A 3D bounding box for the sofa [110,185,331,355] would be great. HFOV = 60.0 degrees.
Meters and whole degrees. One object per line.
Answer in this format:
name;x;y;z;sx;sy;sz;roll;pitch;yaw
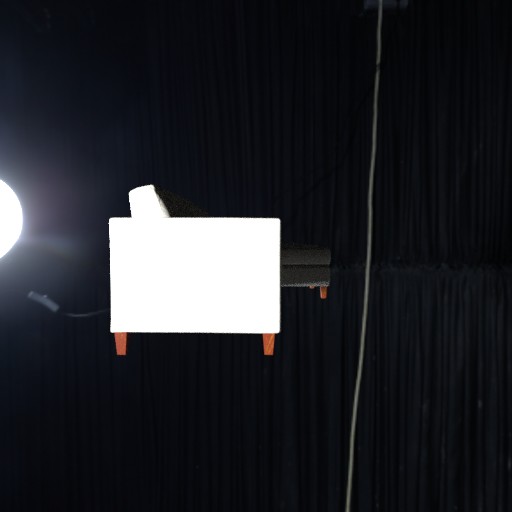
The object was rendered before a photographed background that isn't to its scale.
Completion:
sofa;0.000;0.000;4.085;1.603;0.954;3.471;0;2;0
